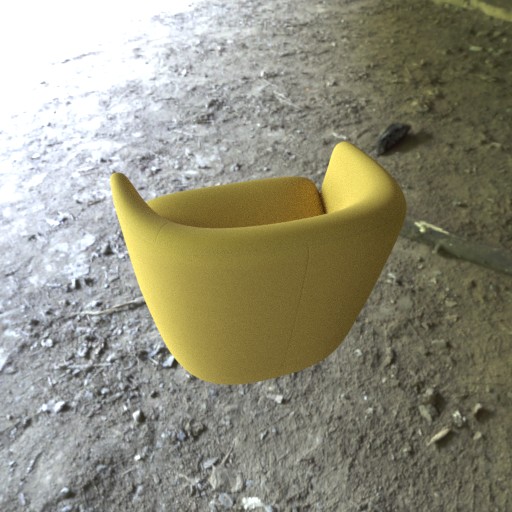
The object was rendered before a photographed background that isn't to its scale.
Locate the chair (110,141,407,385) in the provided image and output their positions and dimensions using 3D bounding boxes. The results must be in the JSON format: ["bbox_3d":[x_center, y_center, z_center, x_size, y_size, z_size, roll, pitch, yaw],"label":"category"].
[{"bbox_3d":[0.000,0.000,1.374,0.773,0.698,0.767,-11,41,-12],"label":"chair"}]
